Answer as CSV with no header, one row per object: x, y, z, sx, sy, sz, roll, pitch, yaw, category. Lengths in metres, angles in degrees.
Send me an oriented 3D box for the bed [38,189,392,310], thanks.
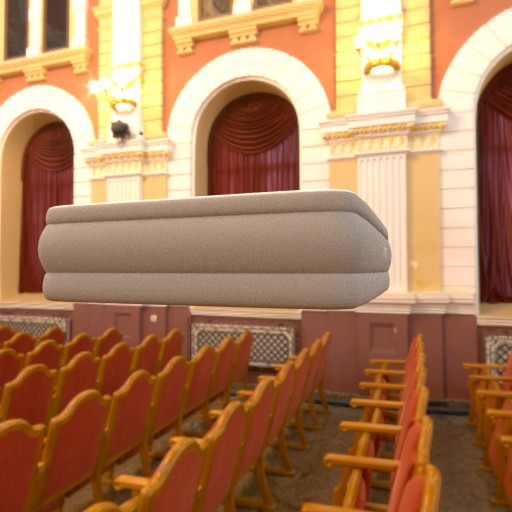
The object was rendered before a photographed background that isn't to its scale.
0.000,0.000,2.695,1.520,0.460,2.036,-1,-2,20,bed
